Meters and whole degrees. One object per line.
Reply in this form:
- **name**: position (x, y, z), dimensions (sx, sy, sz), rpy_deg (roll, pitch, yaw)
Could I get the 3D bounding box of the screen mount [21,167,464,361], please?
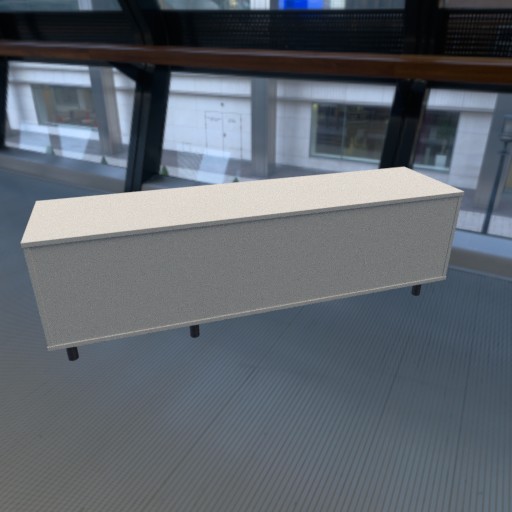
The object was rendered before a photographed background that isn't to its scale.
- **screen mount**: position (0.000, 0.000, 1.825), dimensions (1.600, 0.520, 0.418), rpy_deg (-8, 27, -16)
